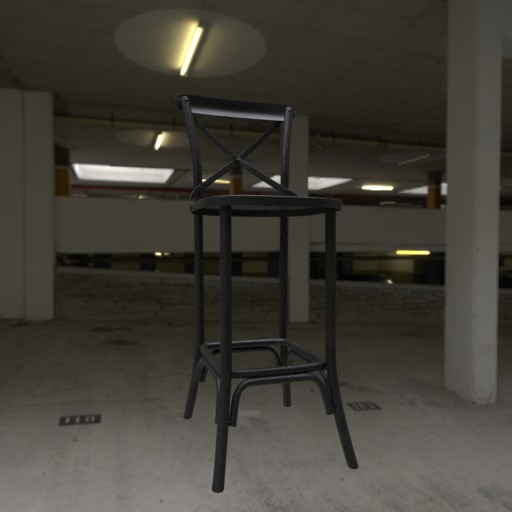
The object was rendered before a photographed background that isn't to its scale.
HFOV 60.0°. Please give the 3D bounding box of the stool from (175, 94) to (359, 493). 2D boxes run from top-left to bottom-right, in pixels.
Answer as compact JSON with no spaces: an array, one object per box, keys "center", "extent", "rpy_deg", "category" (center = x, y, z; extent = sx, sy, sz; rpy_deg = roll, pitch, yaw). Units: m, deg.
[{"center":[0.000,0.000,1.429],"extent":[0.457,1.168,0.584],"rpy_deg":[0,2,-18],"category":"stool"}]
